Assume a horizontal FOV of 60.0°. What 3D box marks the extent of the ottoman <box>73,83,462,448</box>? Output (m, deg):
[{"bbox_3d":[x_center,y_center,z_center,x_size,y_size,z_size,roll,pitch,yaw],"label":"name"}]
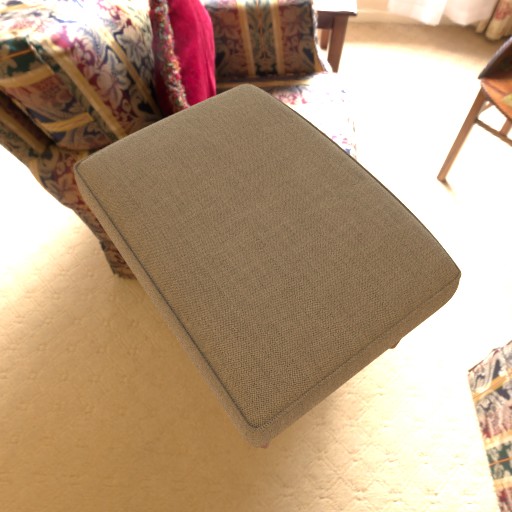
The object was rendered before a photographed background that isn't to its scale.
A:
[{"bbox_3d":[0.000,0.000,1.094,0.555,0.458,0.750,-31,62,-18],"label":"ottoman"}]
